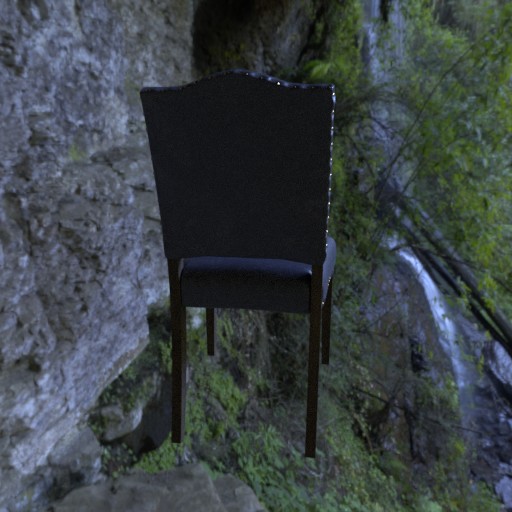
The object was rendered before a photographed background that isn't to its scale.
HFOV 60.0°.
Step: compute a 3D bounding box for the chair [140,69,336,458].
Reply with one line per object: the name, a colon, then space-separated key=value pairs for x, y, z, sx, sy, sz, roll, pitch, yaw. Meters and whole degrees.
chair: x=0.000 y=0.000 z=1.361 sx=0.500 sy=0.991 sz=0.633 roll=2 pitch=15 yaw=9
